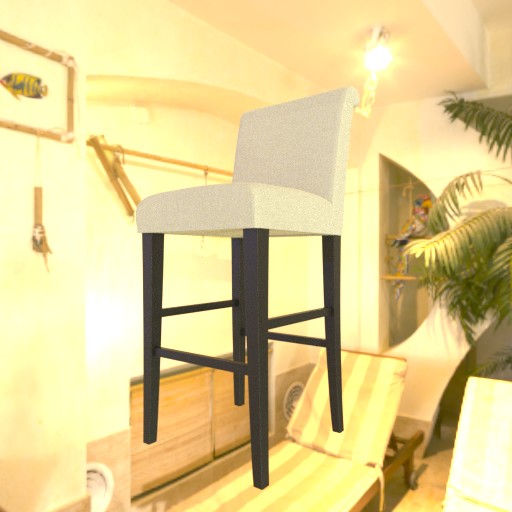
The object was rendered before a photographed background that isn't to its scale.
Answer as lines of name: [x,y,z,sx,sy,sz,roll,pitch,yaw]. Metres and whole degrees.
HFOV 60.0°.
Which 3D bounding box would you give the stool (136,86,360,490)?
stool: [0.000,0.000,1.411,0.452,1.124,0.597,0,0,37]
